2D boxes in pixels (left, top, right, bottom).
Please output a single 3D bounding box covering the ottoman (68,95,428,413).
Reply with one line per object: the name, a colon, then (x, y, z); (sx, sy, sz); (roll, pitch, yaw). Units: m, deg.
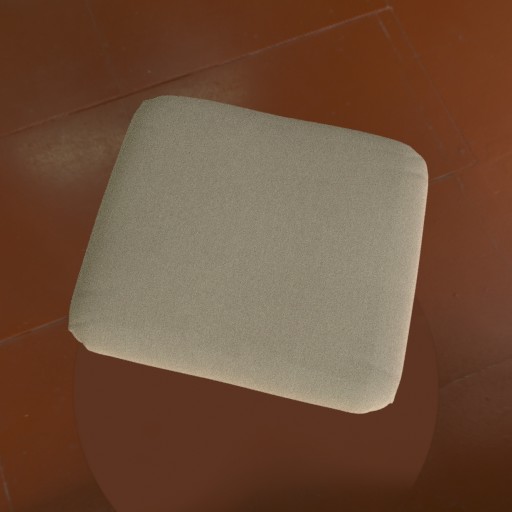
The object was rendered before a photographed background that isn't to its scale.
ottoman: (0.000, 0.000, 1.143); (0.746, 0.450, 0.639); (12, 76, 3)
